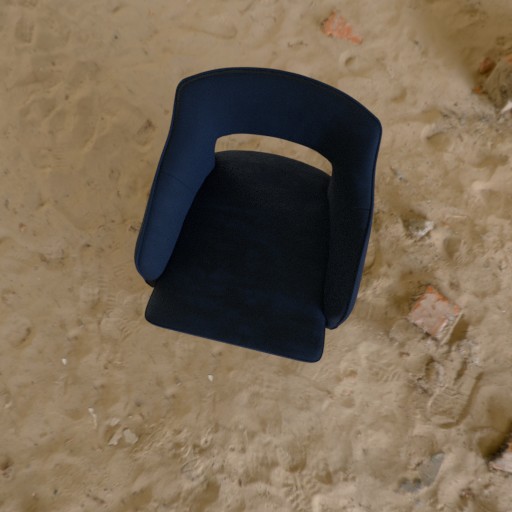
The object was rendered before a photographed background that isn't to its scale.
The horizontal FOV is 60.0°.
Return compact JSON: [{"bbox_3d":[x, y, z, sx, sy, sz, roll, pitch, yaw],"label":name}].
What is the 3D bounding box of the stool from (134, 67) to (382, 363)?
[{"bbox_3d":[0.000,0.000,1.350,0.550,1.041,0.560,13,76,3],"label":"stool"}]
